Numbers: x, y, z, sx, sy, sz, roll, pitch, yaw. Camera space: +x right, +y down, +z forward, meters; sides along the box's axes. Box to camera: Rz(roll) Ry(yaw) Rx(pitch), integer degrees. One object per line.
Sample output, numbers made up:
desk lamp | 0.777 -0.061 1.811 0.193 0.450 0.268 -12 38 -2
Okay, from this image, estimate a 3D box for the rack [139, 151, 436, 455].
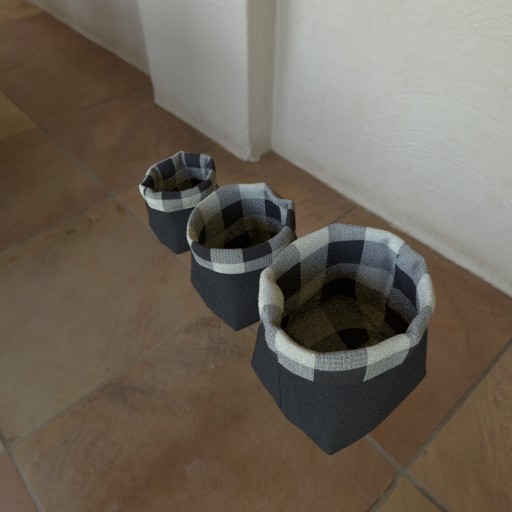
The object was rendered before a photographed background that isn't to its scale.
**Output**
rack | 0.000 0.000 1.087 0.370 0.329 0.889 -31 55 -25
